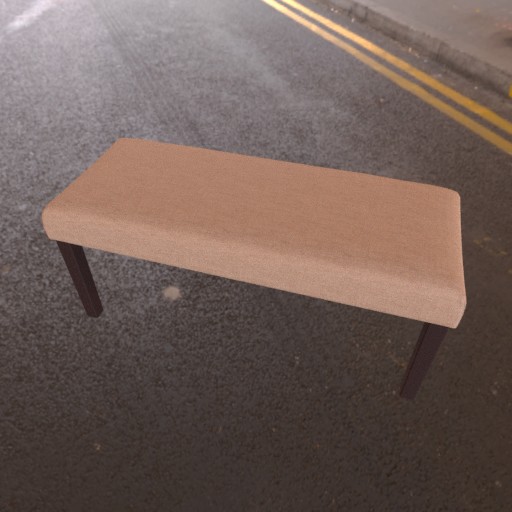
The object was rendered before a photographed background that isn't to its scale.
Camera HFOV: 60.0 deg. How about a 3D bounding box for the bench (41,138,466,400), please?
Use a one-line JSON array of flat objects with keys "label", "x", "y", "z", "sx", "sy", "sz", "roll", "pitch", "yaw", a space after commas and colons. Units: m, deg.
[{"label": "bench", "x": 0.000, "y": 0.000, "z": 1.257, "sx": 1.013, "sy": 0.456, "sz": 0.407, "roll": 12, "pitch": 44, "yaw": 12}]
